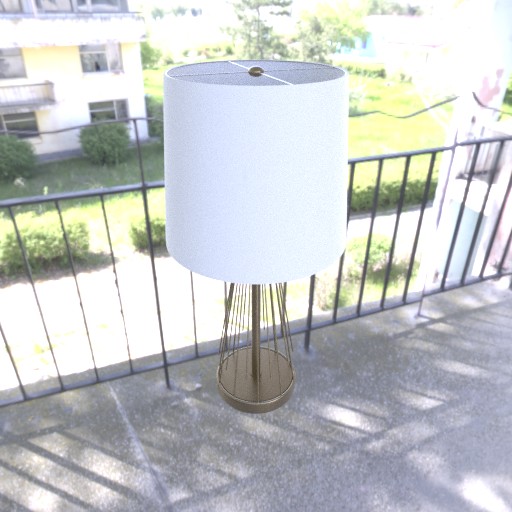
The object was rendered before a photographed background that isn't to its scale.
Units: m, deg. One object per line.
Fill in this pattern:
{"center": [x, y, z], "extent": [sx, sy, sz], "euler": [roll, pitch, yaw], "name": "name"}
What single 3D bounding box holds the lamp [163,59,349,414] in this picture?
{"center": [0.000, 0.000, 0.778], "extent": [0.303, 0.618, 0.303], "euler": [0, 30, 0], "name": "lamp"}
